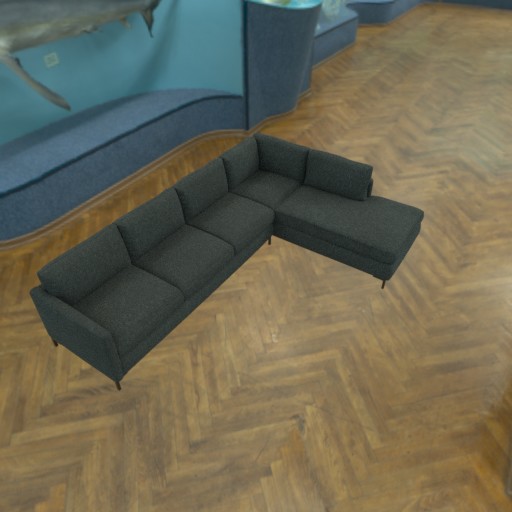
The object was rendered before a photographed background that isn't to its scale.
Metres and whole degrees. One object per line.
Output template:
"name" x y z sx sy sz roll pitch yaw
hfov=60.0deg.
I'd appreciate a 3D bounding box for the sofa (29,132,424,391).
"sofa" 0.000 0.000 3.793 2.007 0.815 2.949 24 45 25
